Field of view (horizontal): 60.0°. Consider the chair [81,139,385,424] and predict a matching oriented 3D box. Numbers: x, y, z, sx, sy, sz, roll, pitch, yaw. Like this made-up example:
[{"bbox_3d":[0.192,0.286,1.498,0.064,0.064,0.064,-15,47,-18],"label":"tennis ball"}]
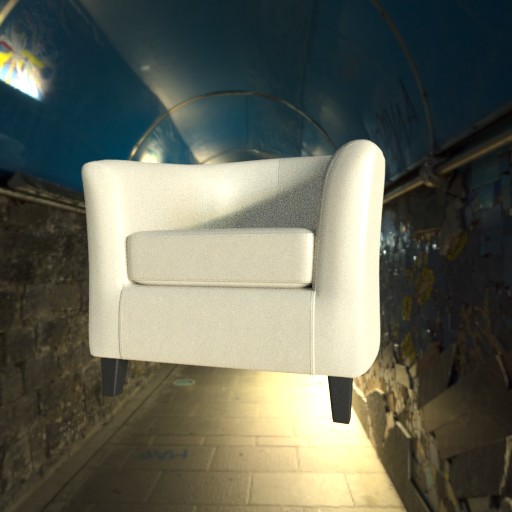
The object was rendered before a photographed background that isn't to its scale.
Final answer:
[{"bbox_3d":[0.000,0.000,1.409,0.792,0.756,0.727,0,0,18],"label":"chair"}]
